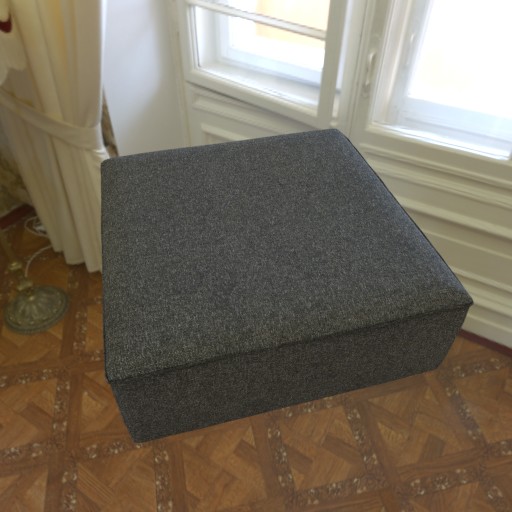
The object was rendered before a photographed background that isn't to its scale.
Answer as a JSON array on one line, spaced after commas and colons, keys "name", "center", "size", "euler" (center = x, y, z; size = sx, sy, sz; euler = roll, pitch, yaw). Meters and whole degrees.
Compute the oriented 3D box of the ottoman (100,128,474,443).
[{"name": "ottoman", "center": [0.000, 0.000, 1.592], "size": [1.021, 0.423, 1.017], "euler": [-10, 46, -10]}]
